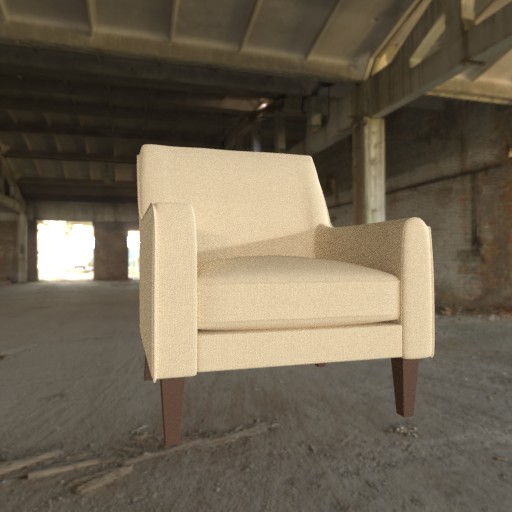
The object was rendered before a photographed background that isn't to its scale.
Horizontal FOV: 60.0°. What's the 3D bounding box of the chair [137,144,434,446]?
[{"bbox_3d":[0.000,0.000,1.543,0.780,0.919,0.899,0,0,-17],"label":"chair"}]
